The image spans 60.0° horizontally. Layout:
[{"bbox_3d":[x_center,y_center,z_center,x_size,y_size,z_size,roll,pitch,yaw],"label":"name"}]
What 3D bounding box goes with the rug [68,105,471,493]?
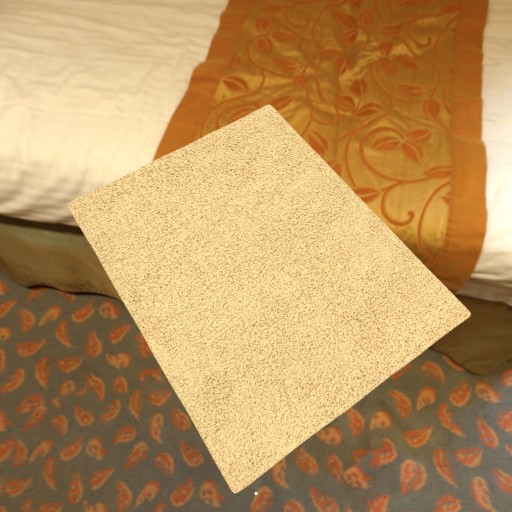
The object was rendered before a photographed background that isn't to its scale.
[{"bbox_3d":[0.000,0.000,4.090,2.438,0.029,3.047,-31,66,-15],"label":"rug"}]
